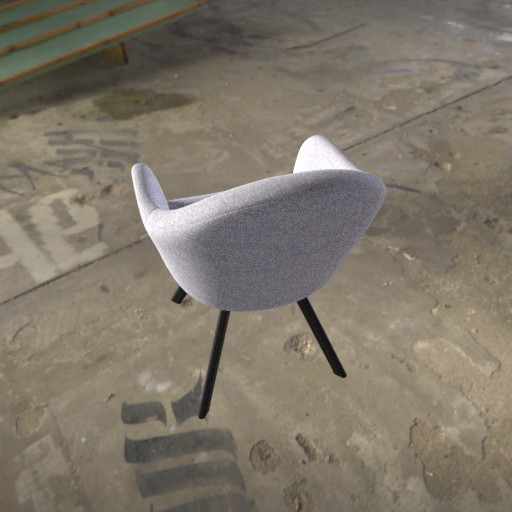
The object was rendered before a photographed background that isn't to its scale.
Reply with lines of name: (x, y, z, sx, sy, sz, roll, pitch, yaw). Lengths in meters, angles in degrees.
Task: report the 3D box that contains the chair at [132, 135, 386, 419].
chair: (0.000, 0.000, 1.174, 0.540, 0.780, 0.570, -12, 44, -13)
